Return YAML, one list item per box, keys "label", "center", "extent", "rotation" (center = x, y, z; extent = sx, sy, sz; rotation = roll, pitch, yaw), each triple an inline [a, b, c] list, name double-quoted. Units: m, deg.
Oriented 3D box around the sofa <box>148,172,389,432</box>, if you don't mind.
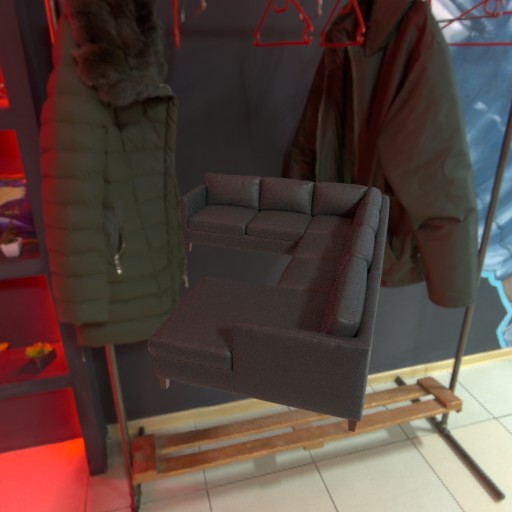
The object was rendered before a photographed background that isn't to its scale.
- label: "sofa"
  center: [0.000, 0.000, 4.703]
  extent: [2.593, 0.923, 3.460]
  rotation: [7, 26, 16]
